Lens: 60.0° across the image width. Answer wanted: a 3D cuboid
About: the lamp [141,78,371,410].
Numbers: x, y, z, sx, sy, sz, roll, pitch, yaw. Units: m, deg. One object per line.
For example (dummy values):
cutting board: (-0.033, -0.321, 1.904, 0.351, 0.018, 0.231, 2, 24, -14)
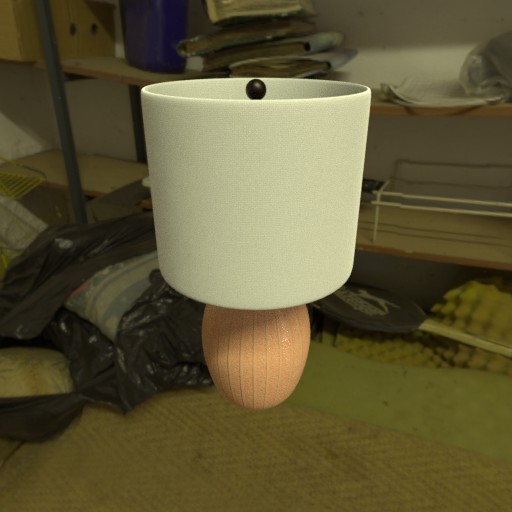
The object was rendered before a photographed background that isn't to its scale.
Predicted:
lamp: (0.000, 0.000, 0.766, 0.329, 0.570, 0.329, 0, 26, 0)
